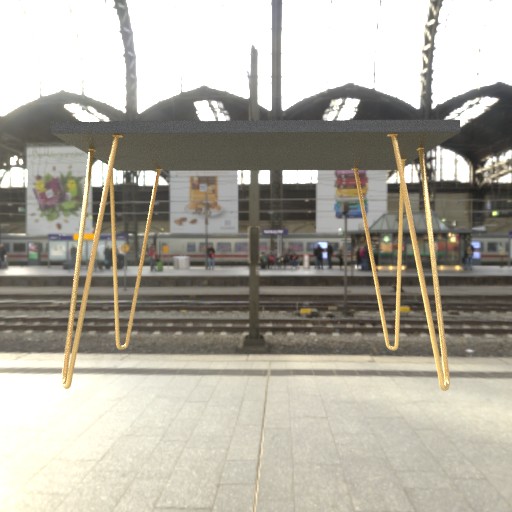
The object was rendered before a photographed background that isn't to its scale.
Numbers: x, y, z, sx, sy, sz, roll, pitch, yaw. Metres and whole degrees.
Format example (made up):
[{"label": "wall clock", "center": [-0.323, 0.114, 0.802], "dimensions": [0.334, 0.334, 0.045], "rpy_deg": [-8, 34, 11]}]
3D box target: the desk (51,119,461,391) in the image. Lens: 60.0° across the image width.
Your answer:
[{"label": "desk", "center": [0.000, 0.000, 1.324], "dimensions": [0.991, 0.660, 0.499], "rpy_deg": [0, 0, 1]}]
